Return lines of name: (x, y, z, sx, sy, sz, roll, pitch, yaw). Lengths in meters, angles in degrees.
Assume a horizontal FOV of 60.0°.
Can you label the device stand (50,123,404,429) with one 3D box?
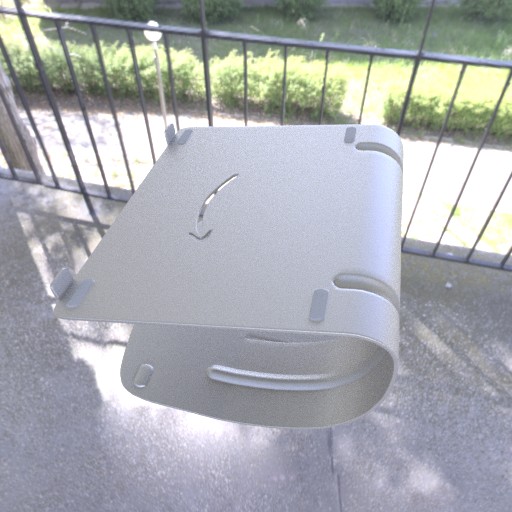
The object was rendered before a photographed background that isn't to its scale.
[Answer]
device stand: (0.000, 0.000, 0.399, 0.236, 0.155, 0.256, 10, 47, 10)
